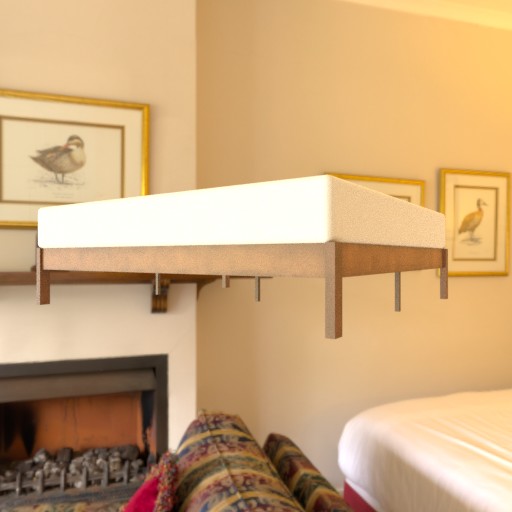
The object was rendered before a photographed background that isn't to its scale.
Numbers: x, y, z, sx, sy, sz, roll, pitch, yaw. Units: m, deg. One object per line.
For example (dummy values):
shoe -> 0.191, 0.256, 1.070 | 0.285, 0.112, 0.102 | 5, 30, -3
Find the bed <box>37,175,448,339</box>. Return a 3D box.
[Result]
bed -> 0.000, 0.000, 3.009 | 2.049, 0.616, 1.930 | 0, 0, 35
